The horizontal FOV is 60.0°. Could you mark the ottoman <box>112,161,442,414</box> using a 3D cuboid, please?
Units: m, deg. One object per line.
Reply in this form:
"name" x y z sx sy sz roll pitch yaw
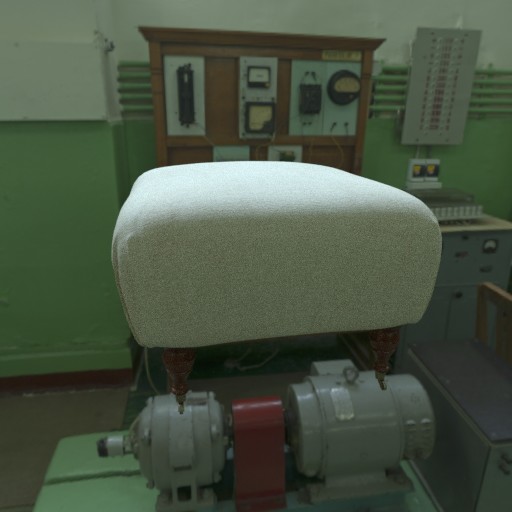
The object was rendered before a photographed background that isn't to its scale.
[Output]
"ottoman" 0.000 0.000 1.133 0.622 0.450 0.747 -3 18 -10
